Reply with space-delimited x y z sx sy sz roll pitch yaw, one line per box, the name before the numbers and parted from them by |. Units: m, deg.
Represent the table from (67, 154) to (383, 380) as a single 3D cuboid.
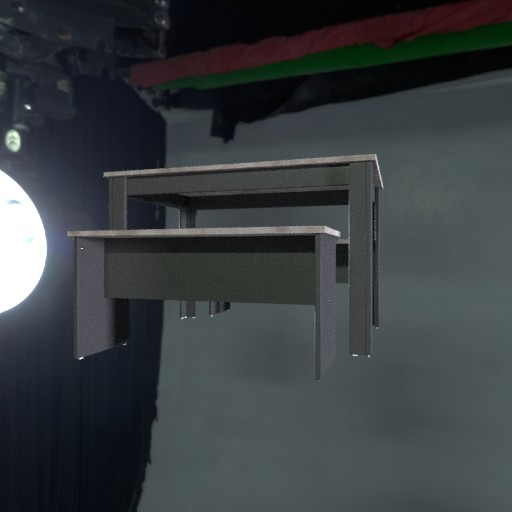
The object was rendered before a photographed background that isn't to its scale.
table | 0.000 0.000 2.038 1.100 0.700 1.443 0 0 18
